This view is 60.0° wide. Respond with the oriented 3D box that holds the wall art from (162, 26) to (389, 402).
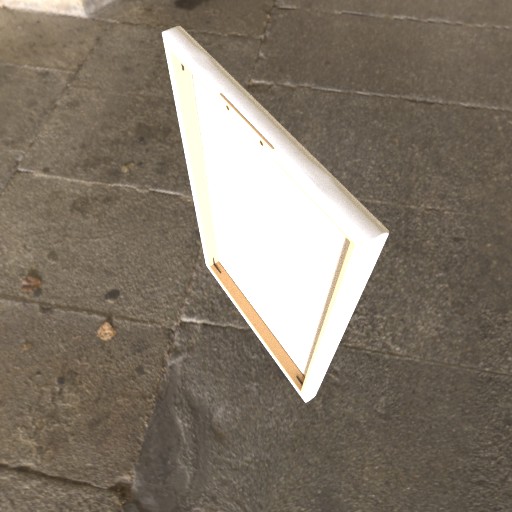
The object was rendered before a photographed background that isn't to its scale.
[{"bbox_3d":[0.000,0.000,1.124,0.048,0.902,0.602,-30,63,-17],"label":"wall art"}]
